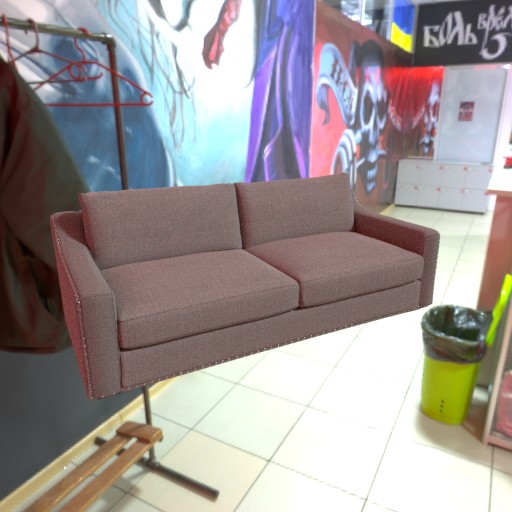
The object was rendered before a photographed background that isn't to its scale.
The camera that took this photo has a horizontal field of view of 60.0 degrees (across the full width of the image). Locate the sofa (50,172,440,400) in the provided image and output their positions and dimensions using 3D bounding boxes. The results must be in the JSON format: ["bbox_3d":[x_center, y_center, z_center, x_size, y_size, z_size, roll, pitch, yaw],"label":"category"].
[{"bbox_3d":[0.000,0.000,2.754,2.208,0.857,1.000,-9,20,-27],"label":"sofa"}]
